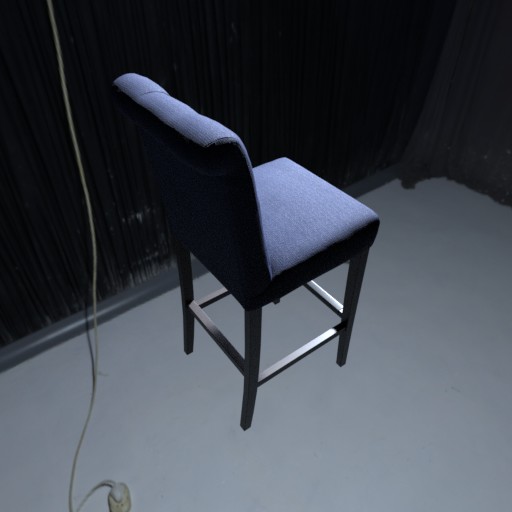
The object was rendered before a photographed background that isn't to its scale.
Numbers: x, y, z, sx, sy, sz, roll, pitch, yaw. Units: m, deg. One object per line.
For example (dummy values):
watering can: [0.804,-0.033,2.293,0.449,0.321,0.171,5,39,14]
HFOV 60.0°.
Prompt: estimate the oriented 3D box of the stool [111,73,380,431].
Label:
stool: [0.000,0.000,1.447,0.601,1.140,0.493,-25,47,-27]
